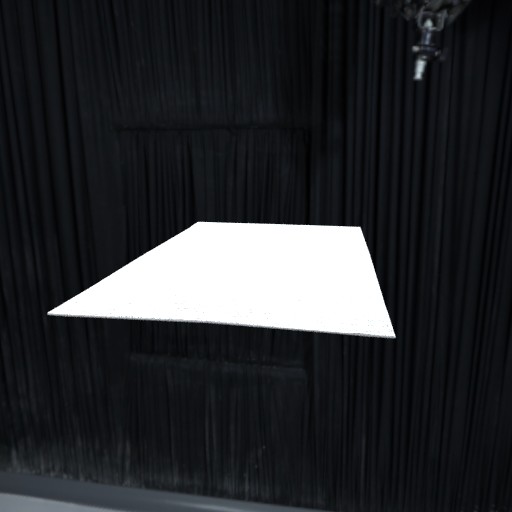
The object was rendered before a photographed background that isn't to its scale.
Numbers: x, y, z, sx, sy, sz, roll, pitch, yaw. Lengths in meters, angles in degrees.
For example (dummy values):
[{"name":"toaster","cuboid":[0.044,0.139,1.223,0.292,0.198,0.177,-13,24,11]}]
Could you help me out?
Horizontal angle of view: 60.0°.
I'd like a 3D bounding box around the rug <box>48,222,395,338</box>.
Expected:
[{"name":"rug","cuboid":[0.000,0.000,2.263,1.149,0.021,1.773,2,15,9]}]
